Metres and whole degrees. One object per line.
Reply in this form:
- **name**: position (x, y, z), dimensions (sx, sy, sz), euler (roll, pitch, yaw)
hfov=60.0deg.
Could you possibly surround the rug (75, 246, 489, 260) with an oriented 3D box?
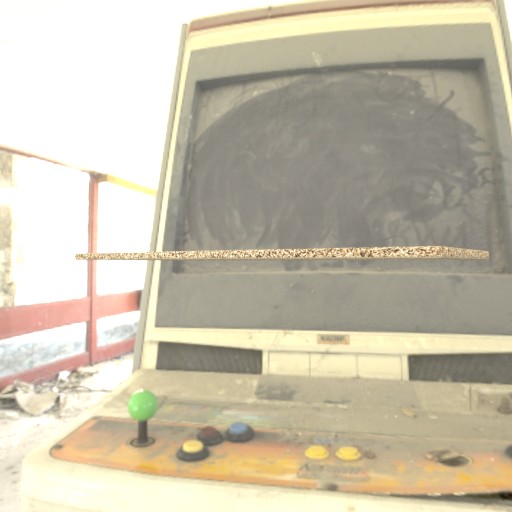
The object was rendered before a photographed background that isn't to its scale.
- **rug**: position (0.000, 0.000, 1.712), dimensions (1.524, 0.030, 0.609), euler (-1, -1, 37)
